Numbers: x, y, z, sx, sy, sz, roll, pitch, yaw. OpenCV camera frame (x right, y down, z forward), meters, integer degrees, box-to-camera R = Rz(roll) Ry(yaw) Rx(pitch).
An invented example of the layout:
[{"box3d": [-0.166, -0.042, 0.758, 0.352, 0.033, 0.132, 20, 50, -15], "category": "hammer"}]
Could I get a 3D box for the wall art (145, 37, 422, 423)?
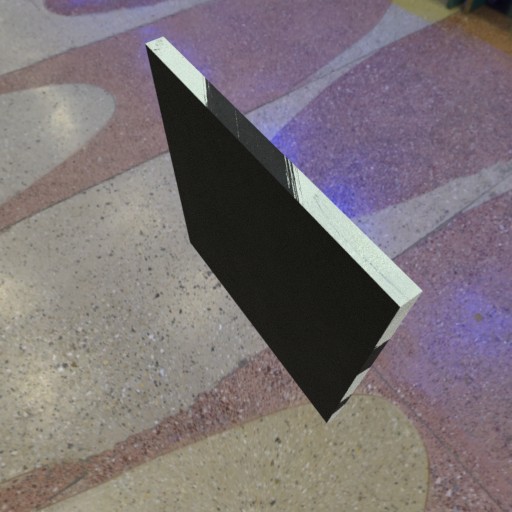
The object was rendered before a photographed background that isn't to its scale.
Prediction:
[{"box3d": [0.000, 0.000, 1.117, 0.046, 0.765, 0.765, -31, 63, -18], "category": "wall art"}]
